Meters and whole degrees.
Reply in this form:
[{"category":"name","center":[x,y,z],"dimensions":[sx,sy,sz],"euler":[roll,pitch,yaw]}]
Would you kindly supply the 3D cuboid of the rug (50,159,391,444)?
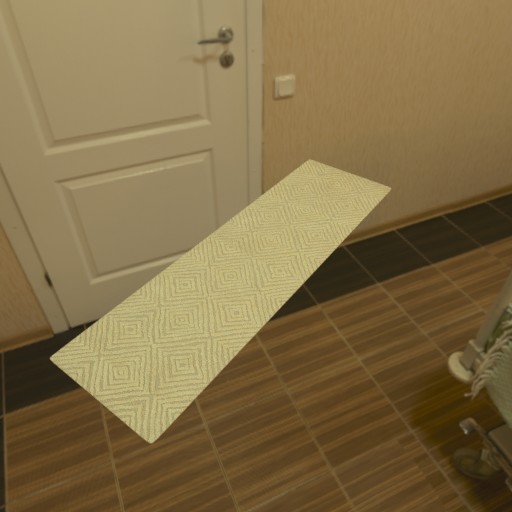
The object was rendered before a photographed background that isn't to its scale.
[{"category":"rug","center":[0.000,0.000,2.567],"dimensions":[0.676,0.008,2.277],"euler":[26,48,27]}]
